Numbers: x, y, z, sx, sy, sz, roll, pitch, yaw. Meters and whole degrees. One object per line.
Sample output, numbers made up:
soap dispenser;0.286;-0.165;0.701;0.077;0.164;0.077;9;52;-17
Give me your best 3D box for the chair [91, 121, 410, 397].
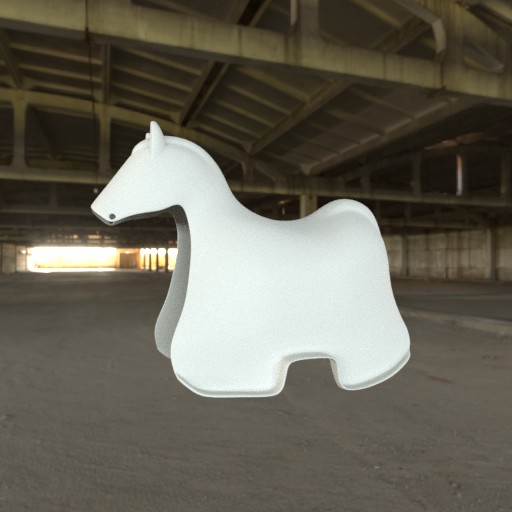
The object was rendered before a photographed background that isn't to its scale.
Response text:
chair;0.000;0.000;1.145;0.800;0.612;0.429;0;-1;-20
